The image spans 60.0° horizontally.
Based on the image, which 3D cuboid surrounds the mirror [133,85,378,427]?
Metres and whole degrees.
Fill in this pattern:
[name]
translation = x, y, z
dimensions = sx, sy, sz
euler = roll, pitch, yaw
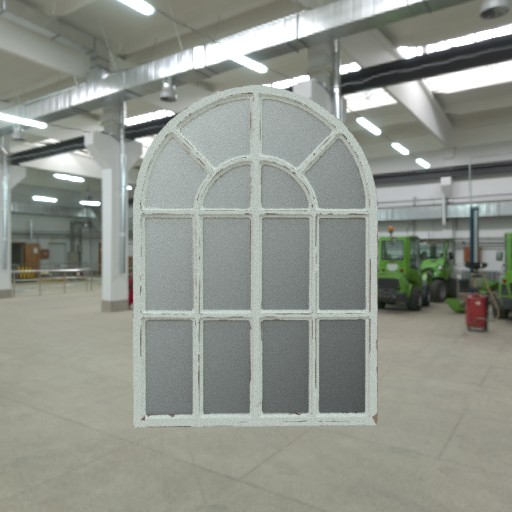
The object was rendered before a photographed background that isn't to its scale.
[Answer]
[mirror]
translation = 0.000, 0.000, 1.210
dimensions = 0.660, 0.920, 0.032
euler = 0, 0, -1
